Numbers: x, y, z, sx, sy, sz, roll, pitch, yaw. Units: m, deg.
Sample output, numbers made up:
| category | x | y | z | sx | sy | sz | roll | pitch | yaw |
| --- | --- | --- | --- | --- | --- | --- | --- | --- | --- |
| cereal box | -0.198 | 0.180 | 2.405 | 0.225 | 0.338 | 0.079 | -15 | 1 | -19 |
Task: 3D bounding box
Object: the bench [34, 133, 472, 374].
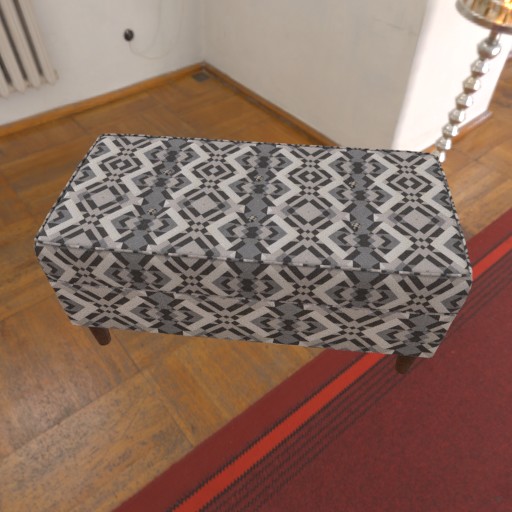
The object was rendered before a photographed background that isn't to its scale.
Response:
| category | x | y | z | sx | sy | sz | roll | pitch | yaw |
| --- | --- | --- | --- | --- | --- | --- | --- | --- | --- |
| bench | 0.000 | 0.000 | 1.307 | 1.016 | 0.477 | 0.492 | 4 | 47 | 4 |
